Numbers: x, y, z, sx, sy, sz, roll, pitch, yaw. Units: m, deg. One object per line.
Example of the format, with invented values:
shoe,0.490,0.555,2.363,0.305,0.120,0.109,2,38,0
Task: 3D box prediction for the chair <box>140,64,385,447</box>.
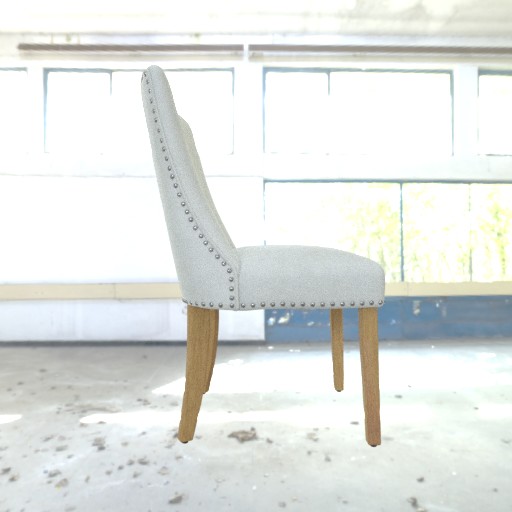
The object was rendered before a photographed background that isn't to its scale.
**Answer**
chair,0.000,0.000,1.261,0.610,0.902,0.495,0,0,0
